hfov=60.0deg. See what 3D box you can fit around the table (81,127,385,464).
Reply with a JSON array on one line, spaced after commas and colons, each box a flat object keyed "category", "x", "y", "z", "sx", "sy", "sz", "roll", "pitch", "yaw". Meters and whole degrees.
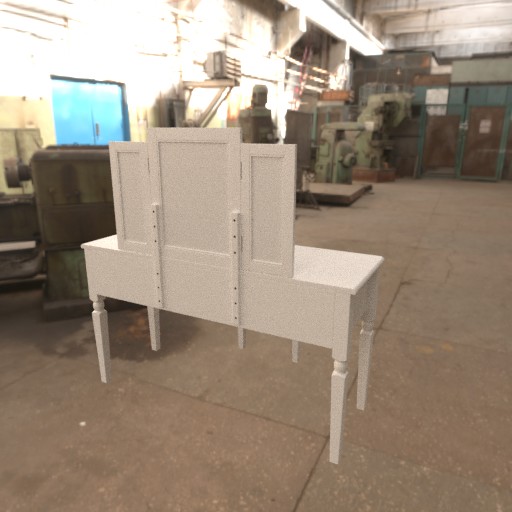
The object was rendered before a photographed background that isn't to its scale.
[{"category": "table", "x": 0.000, "y": 0.000, "z": 2.356, "sx": 1.369, "sy": 1.310, "sz": 1.115, "roll": 8, "pitch": 18, "yaw": 27}]
